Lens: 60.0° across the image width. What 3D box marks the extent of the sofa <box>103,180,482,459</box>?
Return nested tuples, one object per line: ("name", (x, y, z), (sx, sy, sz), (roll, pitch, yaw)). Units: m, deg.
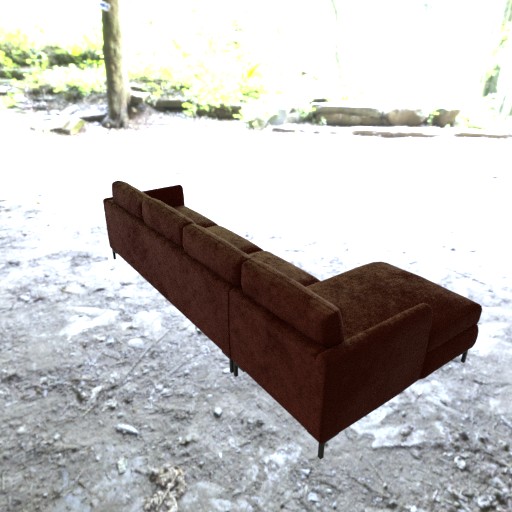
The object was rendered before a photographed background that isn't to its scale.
("sofa", (0.000, 0.000, 2.868), (1.136, 0.663, 2.467), (-17, 30, -32))
